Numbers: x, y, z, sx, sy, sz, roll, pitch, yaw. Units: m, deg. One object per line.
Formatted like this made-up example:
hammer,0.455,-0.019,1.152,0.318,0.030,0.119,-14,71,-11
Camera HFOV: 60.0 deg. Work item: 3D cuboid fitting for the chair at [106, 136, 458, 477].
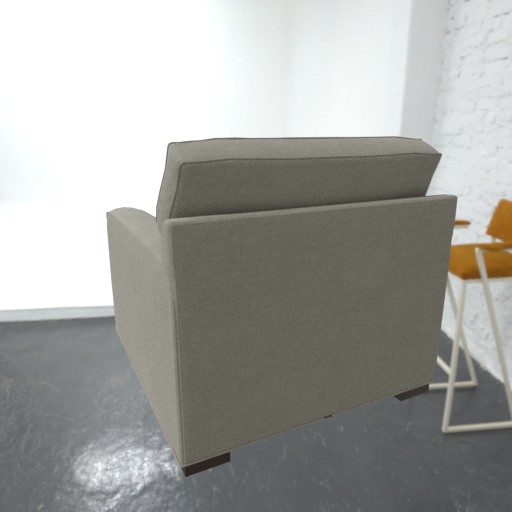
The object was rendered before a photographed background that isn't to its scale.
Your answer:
chair,0.000,0.000,1.775,0.999,0.934,1.044,-8,18,-26
